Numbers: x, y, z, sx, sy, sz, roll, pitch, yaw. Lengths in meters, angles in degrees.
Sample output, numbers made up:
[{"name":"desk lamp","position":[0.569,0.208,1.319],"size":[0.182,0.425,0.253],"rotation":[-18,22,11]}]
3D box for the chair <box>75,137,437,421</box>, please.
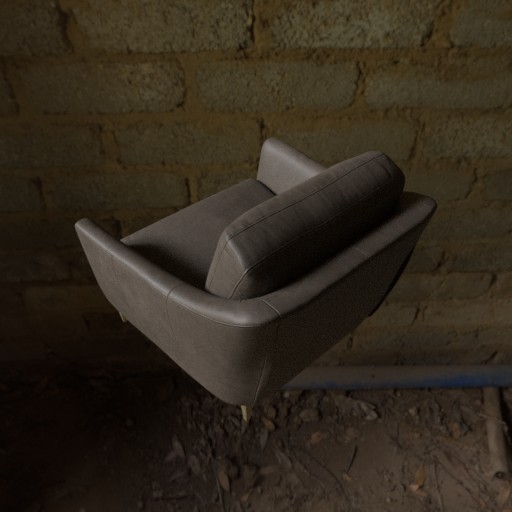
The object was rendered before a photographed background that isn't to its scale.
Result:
[{"name":"chair","position":[0.000,0.000,1.698],"size":[0.988,0.901,0.961],"rotation":[-30,51,-28]}]
